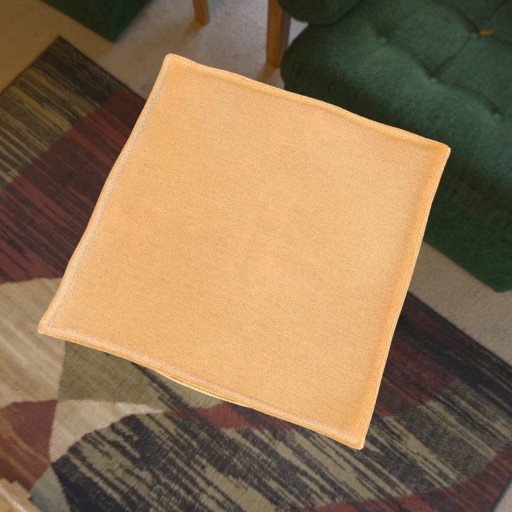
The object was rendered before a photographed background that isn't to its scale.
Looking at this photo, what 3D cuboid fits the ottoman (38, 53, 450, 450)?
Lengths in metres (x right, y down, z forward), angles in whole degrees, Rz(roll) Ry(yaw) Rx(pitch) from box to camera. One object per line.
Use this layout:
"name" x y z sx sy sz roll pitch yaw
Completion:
"ottoman" 0.000 0.000 1.122 0.707 0.470 0.696 19 77 5
